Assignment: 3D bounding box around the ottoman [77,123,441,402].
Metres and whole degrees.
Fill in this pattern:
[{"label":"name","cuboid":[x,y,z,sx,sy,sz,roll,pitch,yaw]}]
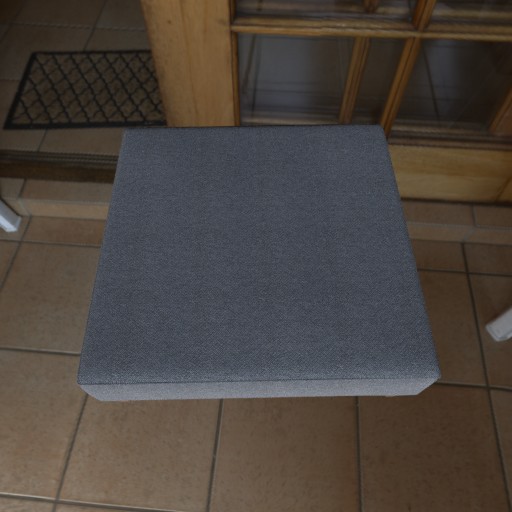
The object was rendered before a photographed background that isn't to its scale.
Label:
[{"label":"ottoman","cuboid":[0.000,0.000,1.545,0.981,0.378,0.970,-1,59,-1]}]
